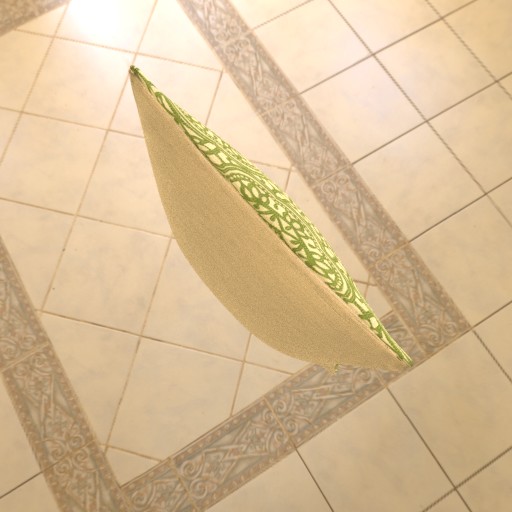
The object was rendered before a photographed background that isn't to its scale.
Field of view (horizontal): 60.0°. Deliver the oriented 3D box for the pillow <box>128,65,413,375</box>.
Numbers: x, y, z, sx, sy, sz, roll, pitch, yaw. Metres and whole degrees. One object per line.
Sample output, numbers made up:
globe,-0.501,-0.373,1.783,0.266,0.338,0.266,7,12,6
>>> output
pillow,0.000,0.000,0.650,0.162,0.419,0.440,-40,79,-10
